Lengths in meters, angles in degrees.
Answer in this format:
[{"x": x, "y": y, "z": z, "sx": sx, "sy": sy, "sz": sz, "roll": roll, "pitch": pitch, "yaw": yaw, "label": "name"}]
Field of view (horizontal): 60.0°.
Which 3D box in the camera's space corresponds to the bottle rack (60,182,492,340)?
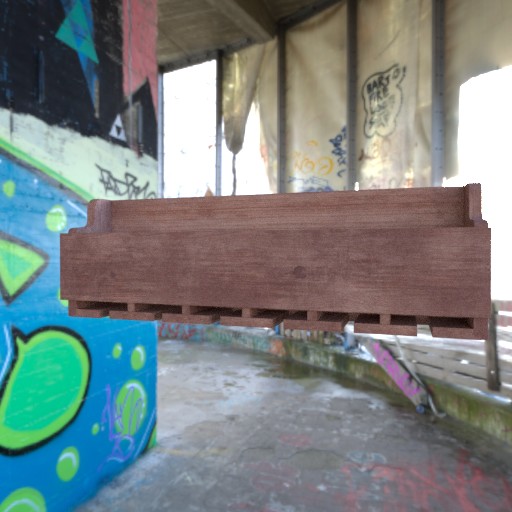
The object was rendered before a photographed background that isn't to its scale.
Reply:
[{"x": 0.000, "y": 0.000, "z": 0.661, "sx": 0.608, "sy": 0.196, "sz": 0.126, "roll": 0, "pitch": 1, "yaw": 18, "label": "bottle rack"}]
